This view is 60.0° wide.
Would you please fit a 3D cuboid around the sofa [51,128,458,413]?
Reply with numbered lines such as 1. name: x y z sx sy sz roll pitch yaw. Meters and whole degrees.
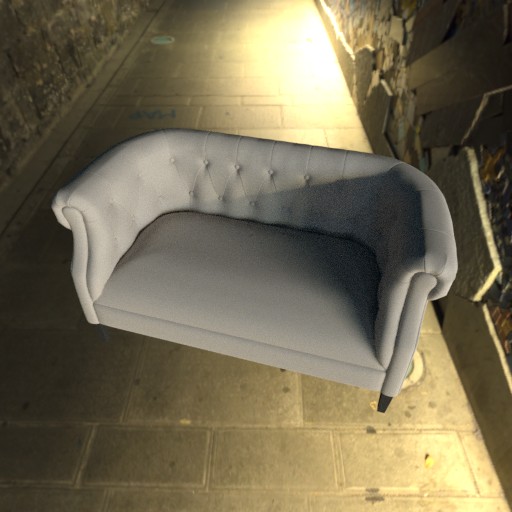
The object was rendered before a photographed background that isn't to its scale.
1. sofa: 0.000 0.000 2.049 1.558 0.827 0.835 11 43 12
